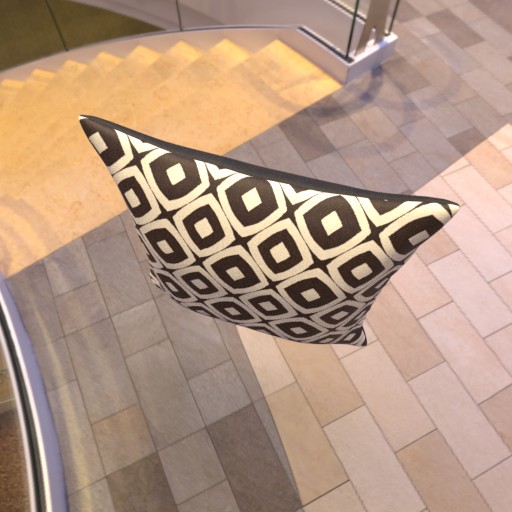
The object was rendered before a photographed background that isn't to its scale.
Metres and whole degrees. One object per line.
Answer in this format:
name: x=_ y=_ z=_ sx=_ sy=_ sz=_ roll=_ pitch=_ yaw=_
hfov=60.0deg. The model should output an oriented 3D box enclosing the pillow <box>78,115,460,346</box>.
pillow: x=0.000 y=0.000 z=0.770 sx=0.504 sy=0.494 sz=0.188 roll=15 pitch=61 yaw=9
